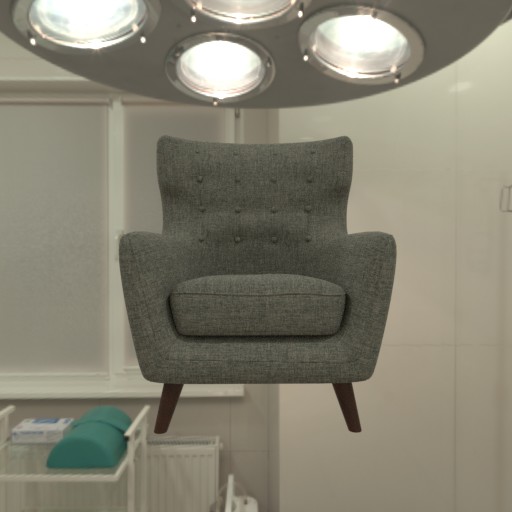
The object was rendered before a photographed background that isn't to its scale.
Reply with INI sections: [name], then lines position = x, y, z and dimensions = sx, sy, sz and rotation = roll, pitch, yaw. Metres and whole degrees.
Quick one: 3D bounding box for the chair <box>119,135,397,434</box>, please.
[chair]
position = 0.000, 0.000, 1.744
dimensions = 0.878, 1.063, 0.904
rotation = 0, 1, -1
